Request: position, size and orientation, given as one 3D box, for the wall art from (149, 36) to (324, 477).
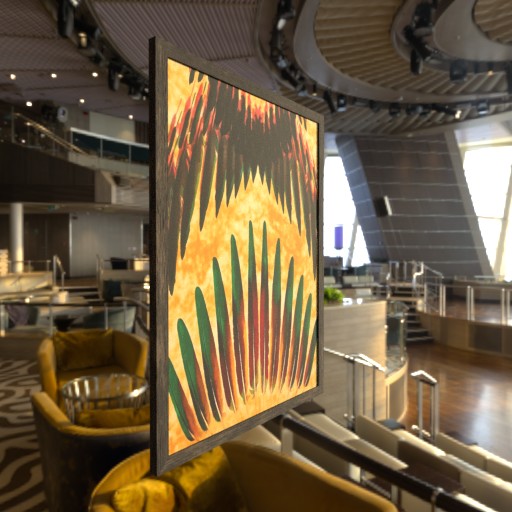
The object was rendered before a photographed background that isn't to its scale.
[{"bbox_3d":[0.000,0.000,1.398,0.029,1.066,0.812,1,1,38],"label":"wall art"}]
